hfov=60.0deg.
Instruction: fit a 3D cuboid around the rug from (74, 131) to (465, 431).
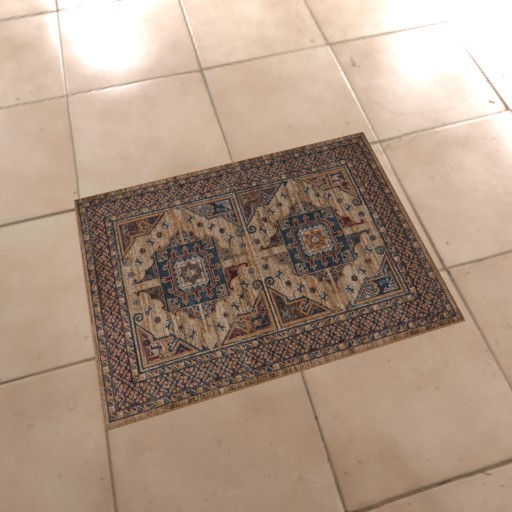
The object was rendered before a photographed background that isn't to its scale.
[{"bbox_3d":[0.000,0.000,2.950,2.227,0.008,1.611,-15,64,-8],"label":"rug"}]
